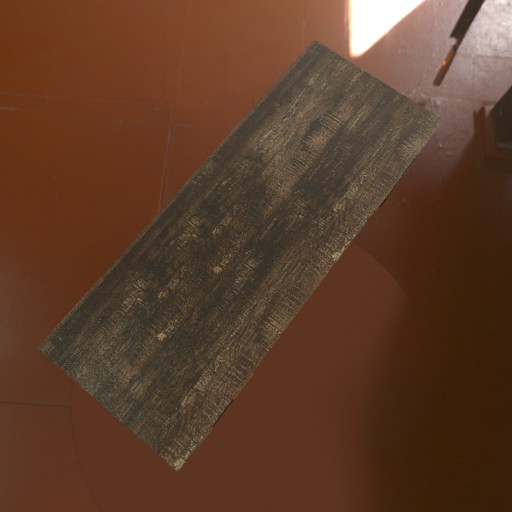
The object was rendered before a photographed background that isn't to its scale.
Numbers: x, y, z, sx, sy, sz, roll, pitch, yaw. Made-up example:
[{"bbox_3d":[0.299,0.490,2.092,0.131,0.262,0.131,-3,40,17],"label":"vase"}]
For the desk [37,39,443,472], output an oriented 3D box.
[{"bbox_3d":[0.000,0.000,1.908,0.599,0.762,1.524,37,77,10],"label":"desk"}]
